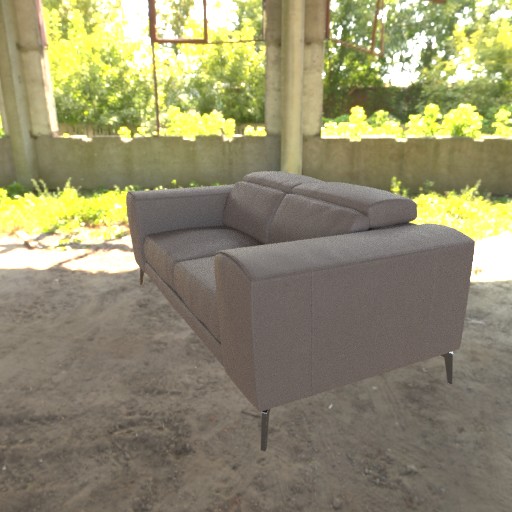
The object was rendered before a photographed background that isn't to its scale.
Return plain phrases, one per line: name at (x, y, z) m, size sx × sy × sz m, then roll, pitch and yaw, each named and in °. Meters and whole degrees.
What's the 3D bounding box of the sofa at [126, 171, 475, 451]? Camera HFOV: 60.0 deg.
sofa at (0.000, 0.000, 2.369) m, size 1.003 × 0.779 × 1.895 m, roll -8°, pitch 18°, yaw -26°
